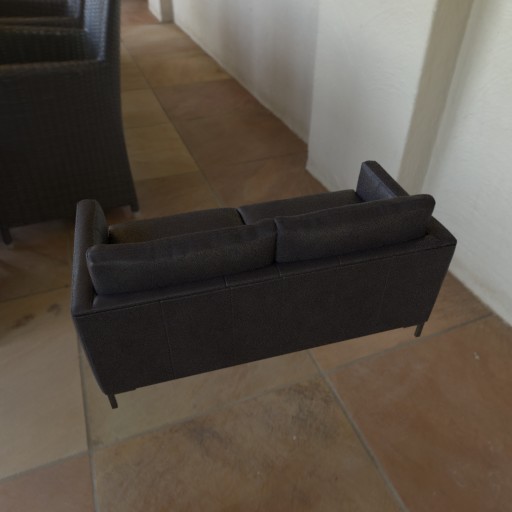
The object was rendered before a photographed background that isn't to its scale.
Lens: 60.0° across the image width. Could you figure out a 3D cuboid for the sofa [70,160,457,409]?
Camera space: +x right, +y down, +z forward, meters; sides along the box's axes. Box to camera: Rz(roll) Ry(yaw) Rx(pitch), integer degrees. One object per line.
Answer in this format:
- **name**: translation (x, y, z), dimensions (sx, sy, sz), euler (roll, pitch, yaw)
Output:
- **sofa**: translation (0.000, 0.000, 2.385), dimensions (1.805, 0.883, 0.947), euler (-12, 41, -14)
